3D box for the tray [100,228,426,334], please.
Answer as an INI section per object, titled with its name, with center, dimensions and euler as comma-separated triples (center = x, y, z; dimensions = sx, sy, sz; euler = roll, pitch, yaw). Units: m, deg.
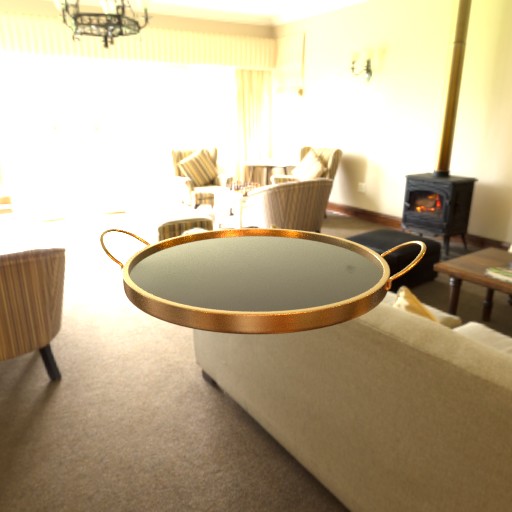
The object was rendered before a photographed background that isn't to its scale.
[tray]
center = 0.000, 0.000, 0.752
dimensions = 0.543, 0.069, 0.438
euler = 3, 18, 9
